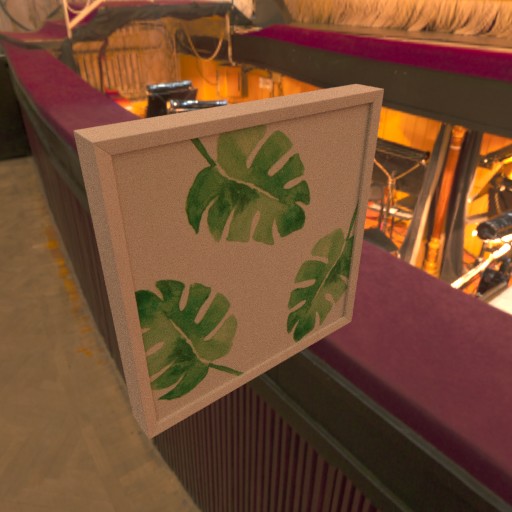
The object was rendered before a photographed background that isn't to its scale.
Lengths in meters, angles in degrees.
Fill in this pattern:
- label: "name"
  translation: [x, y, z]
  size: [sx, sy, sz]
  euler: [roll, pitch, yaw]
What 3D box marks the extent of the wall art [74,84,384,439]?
- label: "wall art"
  translation: [0.000, 0.000, 0.465]
  size: [0.305, 0.305, 0.038]
  euler: [-22, 37, -32]
